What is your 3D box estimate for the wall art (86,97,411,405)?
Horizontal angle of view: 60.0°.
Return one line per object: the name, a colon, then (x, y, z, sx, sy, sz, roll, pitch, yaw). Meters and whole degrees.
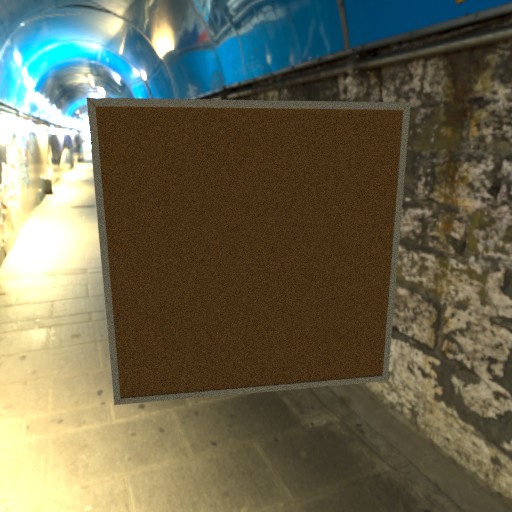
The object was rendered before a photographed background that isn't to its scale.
wall art: (0.000, 0.000, 0.767, 0.508, 0.508, 0.037, -2, 15, -9)
